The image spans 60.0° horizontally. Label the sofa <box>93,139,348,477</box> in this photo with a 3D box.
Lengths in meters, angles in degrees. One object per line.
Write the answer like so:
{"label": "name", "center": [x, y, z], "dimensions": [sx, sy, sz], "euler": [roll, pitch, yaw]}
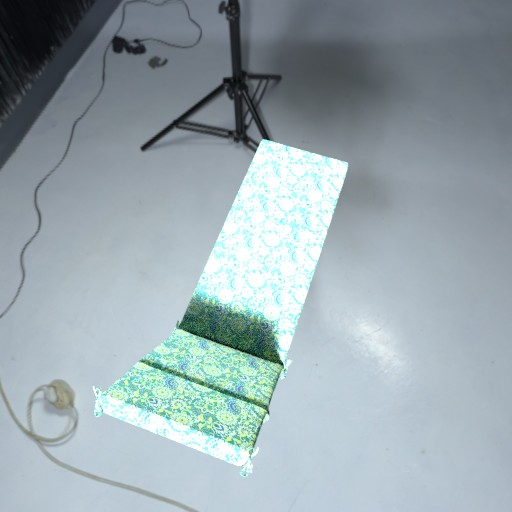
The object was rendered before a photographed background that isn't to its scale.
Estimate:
{"label": "sofa", "center": [0.000, 0.000, 1.960], "dimensions": [0.582, 0.622, 1.663], "euler": [18, 66, 8]}
